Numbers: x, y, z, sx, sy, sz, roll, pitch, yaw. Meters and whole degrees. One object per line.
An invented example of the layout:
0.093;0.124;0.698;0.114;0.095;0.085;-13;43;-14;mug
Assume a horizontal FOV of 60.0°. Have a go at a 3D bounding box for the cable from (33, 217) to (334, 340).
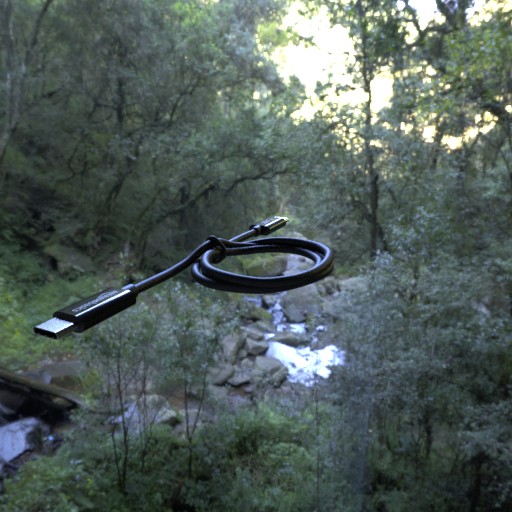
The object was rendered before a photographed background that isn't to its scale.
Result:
0.000;0.000;0.206;0.070;0.014;0.186;8;19;25;cable
